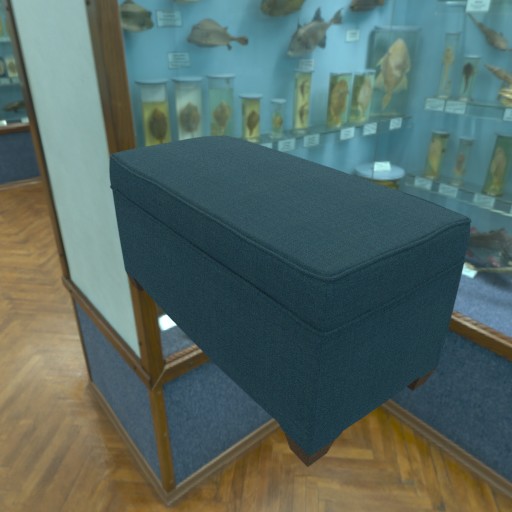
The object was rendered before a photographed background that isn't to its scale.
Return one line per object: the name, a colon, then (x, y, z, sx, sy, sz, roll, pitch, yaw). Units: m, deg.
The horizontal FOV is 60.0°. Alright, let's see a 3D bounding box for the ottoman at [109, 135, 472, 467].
ottoman: (0.000, 0.000, 1.215, 0.474, 0.474, 0.943, -19, 34, -32)
